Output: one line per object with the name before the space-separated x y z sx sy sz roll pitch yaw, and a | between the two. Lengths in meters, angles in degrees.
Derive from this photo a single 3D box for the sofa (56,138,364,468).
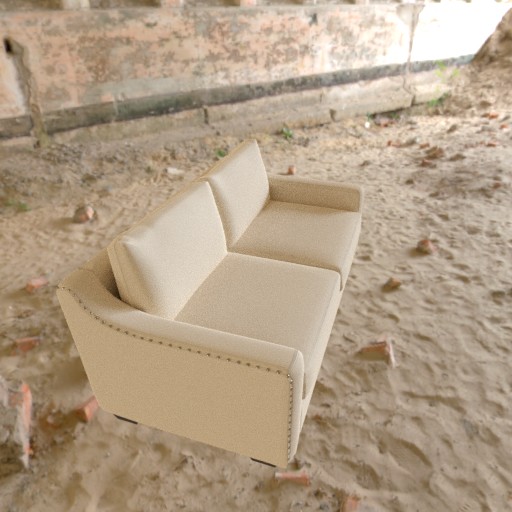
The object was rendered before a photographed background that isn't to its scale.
sofa | 0.000 0.000 2.369 0.949 0.830 1.812 10 32 16
